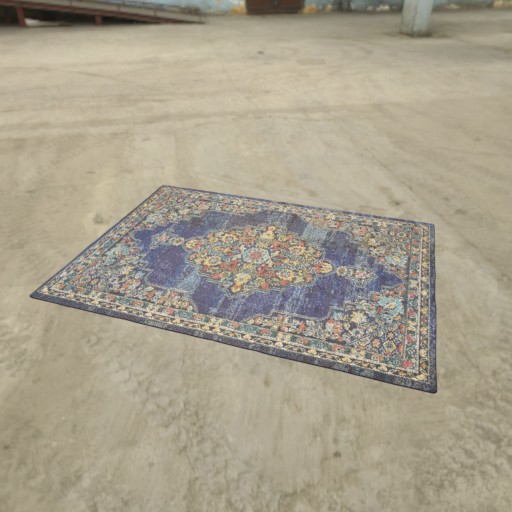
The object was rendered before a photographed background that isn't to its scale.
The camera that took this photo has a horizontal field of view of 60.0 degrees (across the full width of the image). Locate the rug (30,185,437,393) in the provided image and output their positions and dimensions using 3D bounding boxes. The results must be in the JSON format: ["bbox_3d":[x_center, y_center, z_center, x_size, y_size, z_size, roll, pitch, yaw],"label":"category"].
[{"bbox_3d":[0.000,0.000,2.901,2.232,0.009,1.630,10,35,15],"label":"rug"}]
